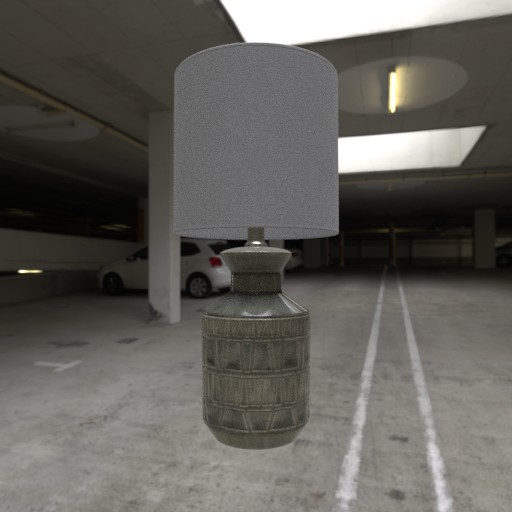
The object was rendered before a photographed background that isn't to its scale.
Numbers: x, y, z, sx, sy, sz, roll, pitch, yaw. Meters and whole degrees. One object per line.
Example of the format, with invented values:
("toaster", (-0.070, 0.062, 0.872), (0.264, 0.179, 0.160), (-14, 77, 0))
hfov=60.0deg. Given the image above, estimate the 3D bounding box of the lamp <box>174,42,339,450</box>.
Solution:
("lamp", (0.000, 0.000, 0.575), (0.211, 0.455, 0.211), (0, -2, 17))
